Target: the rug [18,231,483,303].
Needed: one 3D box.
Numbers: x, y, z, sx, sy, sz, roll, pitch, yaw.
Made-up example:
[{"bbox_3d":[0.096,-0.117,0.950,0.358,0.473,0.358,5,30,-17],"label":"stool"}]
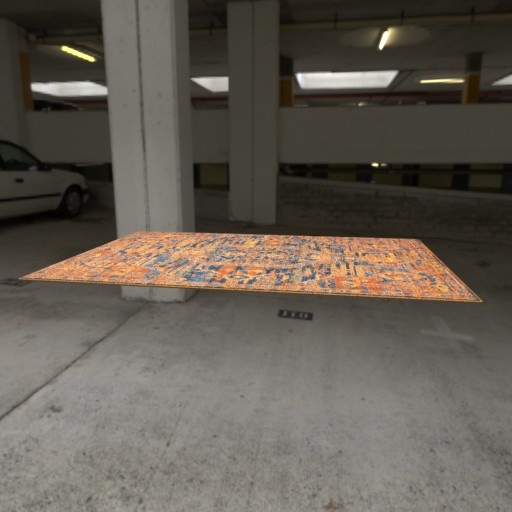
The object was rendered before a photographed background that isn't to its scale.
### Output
[{"bbox_3d":[0.000,0.000,2.196,1.758,0.013,1.148,2,13,9],"label":"rug"}]
